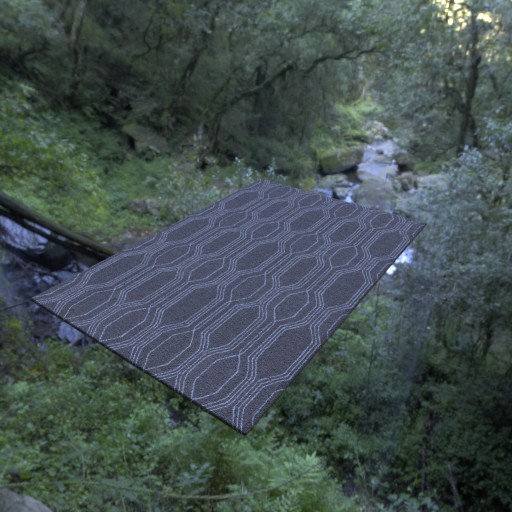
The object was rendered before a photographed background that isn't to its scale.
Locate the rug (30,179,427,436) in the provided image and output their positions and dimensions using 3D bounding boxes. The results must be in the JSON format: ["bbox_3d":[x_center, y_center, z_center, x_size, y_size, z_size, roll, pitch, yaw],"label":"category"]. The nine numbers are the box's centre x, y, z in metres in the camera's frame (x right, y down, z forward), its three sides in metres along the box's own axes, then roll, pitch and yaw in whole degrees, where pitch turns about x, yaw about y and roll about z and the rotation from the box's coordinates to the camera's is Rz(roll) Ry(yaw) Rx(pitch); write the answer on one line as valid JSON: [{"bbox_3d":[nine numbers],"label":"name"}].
[{"bbox_3d":[0.000,0.000,2.361,1.239,0.012,1.836,21,37,30],"label":"rug"}]
